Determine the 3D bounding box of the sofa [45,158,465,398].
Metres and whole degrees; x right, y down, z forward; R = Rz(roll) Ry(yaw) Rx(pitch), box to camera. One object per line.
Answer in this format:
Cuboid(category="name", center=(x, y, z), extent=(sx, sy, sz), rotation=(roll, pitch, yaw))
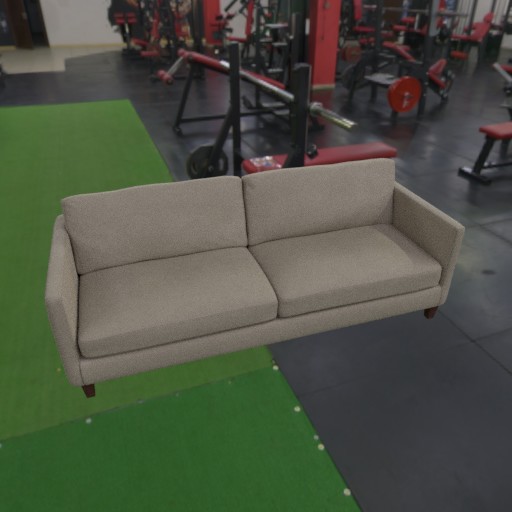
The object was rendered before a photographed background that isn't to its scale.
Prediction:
Cuboid(category="sofa", center=(0.000, 0.000, 2.876), extent=(2.404, 0.912, 0.988), rotation=(-10, 33, -15))
